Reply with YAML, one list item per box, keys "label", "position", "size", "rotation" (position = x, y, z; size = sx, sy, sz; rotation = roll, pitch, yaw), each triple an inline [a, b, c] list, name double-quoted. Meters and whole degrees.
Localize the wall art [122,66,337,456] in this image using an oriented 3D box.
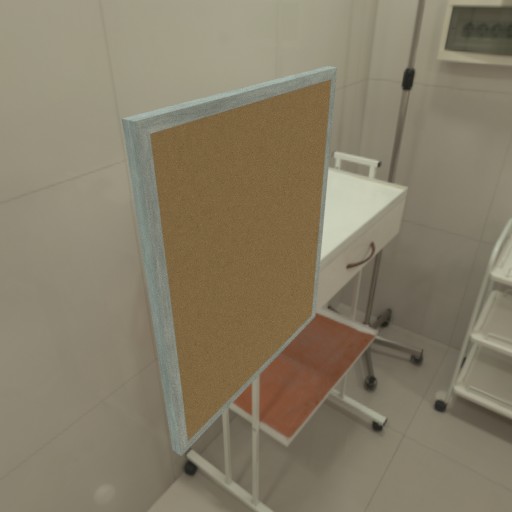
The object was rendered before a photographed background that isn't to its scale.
- label: "wall art"
  position: [0.000, 0.000, 0.802]
  size: [0.022, 0.582, 0.479]
  rotation: [20, 37, 30]
